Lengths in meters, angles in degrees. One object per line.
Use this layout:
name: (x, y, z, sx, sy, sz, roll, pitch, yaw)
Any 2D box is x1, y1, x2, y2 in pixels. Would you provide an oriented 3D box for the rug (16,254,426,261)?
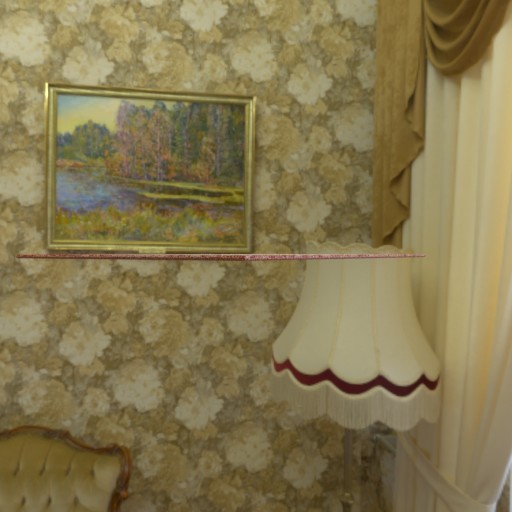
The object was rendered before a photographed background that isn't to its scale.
rug: (0.000, 0.000, 2.285, 1.219, 0.016, 1.829, 0, 0, 35)
